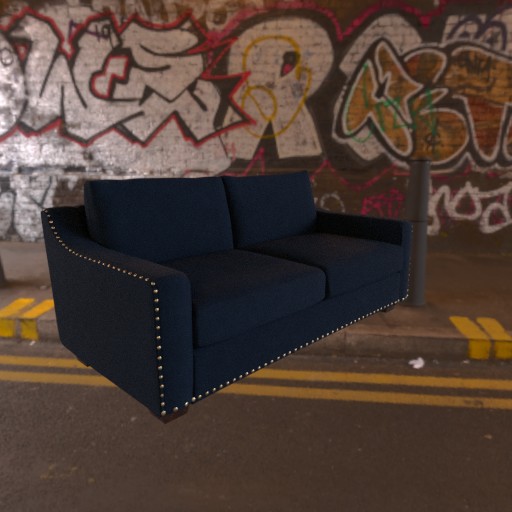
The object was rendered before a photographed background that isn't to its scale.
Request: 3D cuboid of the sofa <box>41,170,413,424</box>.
[{"bbox_3d":[0.000,0.000,2.741,1.104,0.983,2.107,13,18,43],"label":"sofa"}]
